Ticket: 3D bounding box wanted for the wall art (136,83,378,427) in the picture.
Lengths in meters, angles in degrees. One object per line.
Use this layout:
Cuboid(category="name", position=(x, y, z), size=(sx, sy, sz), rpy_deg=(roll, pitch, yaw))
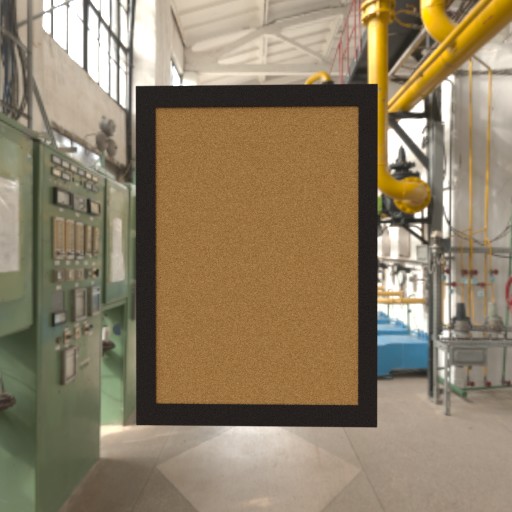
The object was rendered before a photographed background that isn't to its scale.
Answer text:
Cuboid(category="wall art", position=(0.000, 0.000, 0.691), size=(0.374, 0.529, 0.012), rpy_deg=(0, 0, 1))
